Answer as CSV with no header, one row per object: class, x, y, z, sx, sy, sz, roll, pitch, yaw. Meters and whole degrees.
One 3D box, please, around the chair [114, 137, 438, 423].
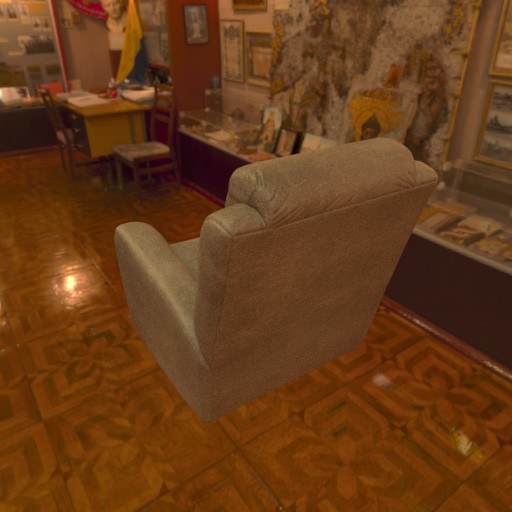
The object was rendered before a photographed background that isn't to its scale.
chair,0.000,0.000,1.937,0.965,1.116,1.068,-18,33,-29
